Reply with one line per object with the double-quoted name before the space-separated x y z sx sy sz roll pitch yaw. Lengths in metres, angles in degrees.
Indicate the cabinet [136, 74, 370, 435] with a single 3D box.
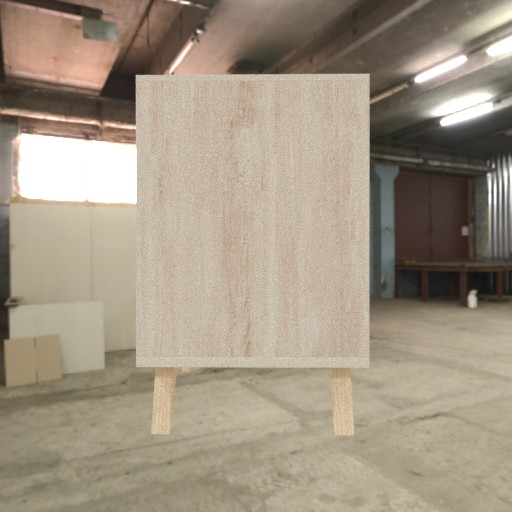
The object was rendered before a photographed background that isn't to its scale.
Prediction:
"cabinet" 0.000 0.000 1.504 0.500 0.780 1.110 0 0 1
